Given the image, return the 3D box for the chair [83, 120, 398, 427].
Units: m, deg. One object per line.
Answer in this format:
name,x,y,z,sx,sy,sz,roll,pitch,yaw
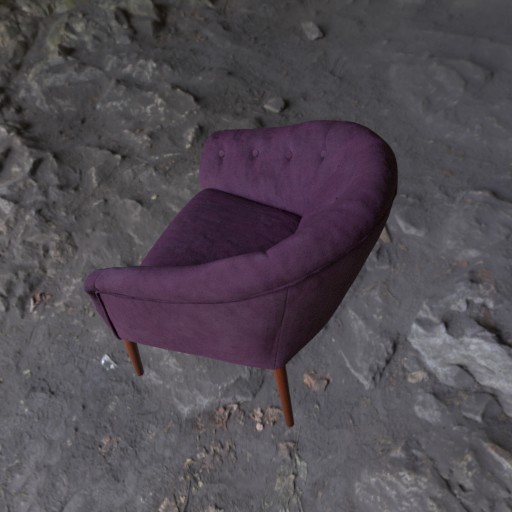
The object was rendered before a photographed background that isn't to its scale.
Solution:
chair,0.000,0.000,1.508,0.776,0.885,0.851,16,49,15
